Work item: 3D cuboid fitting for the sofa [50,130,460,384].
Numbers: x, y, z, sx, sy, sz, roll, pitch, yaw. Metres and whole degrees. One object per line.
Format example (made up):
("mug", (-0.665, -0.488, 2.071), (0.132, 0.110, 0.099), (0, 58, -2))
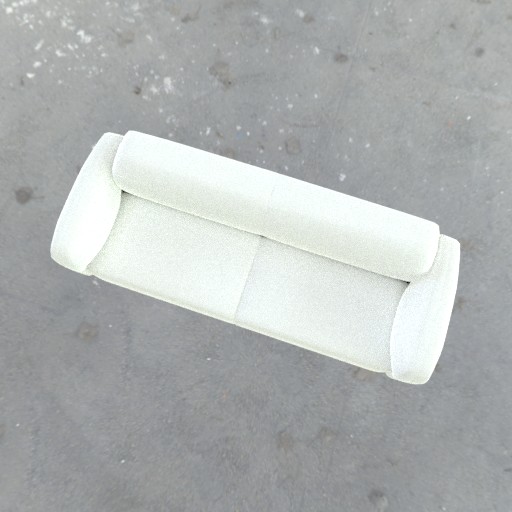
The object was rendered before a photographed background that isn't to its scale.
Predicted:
("sofa", (0.000, 0.000, 2.700), (2.280, 0.780, 0.870), (18, 77, 4))
